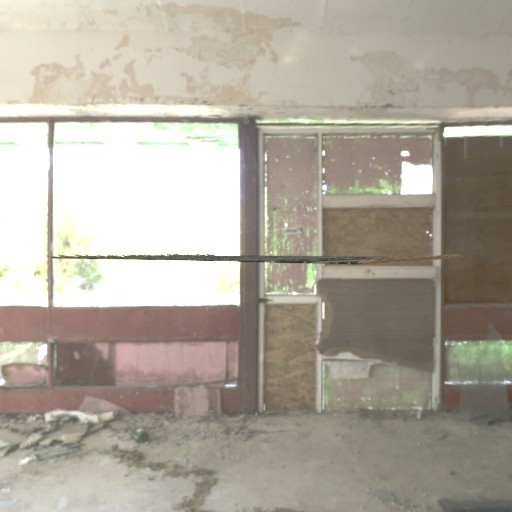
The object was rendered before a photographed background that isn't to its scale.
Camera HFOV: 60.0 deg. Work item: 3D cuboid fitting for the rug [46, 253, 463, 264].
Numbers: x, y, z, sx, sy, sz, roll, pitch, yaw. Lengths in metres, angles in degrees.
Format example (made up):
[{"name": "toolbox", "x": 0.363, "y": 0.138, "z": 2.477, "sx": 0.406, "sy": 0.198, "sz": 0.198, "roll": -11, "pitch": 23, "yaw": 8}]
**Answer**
[{"name": "rug", "x": 0.000, "y": 0.000, "z": 4.310, "sx": 3.307, "sy": 0.047, "sz": 2.418, "roll": 1, "pitch": 1, "yaw": 36}]
